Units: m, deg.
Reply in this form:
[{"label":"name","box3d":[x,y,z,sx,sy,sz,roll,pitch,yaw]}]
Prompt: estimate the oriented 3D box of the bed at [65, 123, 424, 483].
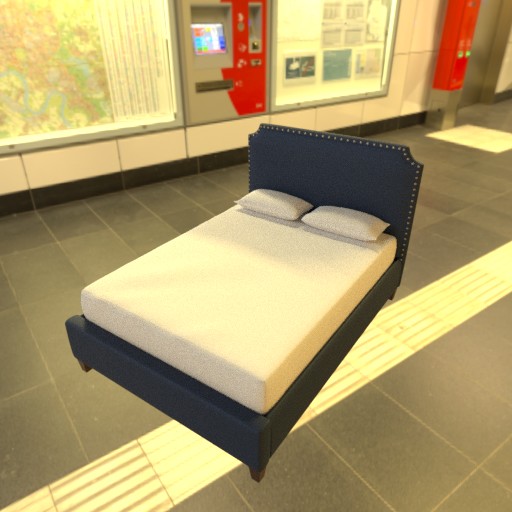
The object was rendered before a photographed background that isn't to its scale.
[{"label":"bed","box3d":[0.000,0.000,3.444,1.712,1.443,2.372,19,34,30]}]
